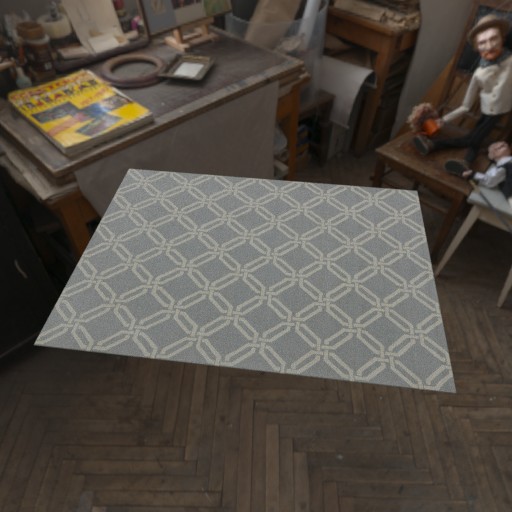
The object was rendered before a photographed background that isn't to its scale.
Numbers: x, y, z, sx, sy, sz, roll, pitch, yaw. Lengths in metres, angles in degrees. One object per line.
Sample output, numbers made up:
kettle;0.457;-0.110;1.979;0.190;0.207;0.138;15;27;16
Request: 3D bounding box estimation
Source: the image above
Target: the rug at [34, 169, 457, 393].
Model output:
rug;0.000;0.000;4.310;3.353;0.013;2.438;5;47;5
